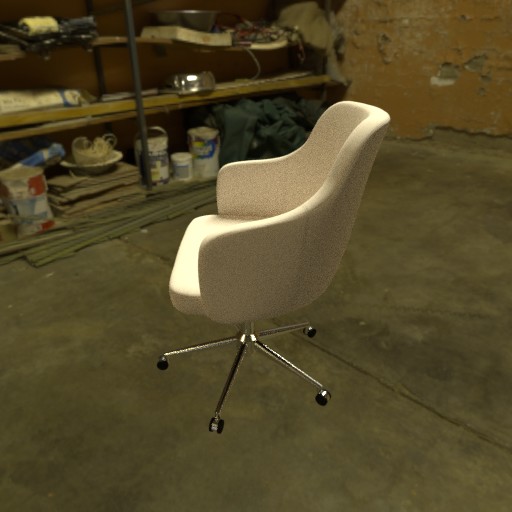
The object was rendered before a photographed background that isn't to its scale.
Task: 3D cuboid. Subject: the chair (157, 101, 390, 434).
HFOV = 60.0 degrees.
[{"bbox_3d":[0.000,0.000,1.284,0.647,0.819,0.602,0,27,0],"label":"chair"}]
